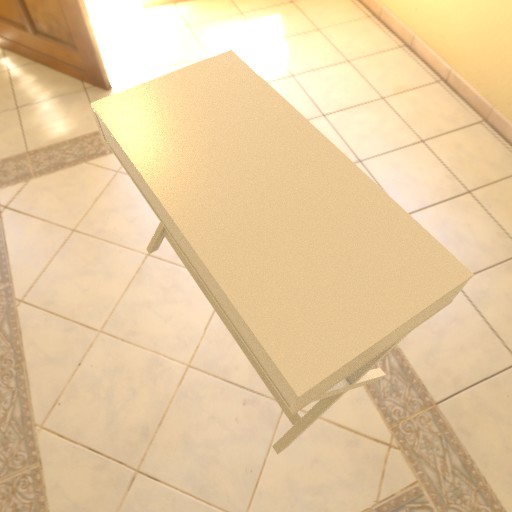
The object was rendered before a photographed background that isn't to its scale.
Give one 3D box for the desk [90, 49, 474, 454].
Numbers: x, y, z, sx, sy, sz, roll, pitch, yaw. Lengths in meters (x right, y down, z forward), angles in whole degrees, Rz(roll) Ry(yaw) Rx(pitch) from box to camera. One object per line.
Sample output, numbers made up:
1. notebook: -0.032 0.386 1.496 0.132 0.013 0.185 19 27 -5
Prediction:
1. desk: 0.000 0.000 1.510 0.509 0.780 1.059 -29 62 -17
